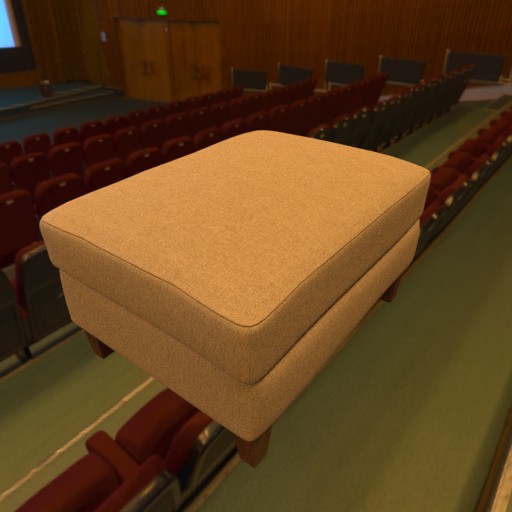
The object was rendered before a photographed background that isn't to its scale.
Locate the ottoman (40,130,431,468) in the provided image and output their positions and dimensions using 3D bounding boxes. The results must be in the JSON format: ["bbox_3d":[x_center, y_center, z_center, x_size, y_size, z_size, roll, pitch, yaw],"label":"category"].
[{"bbox_3d":[0.000,0.000,1.286,0.677,0.519,0.898,22,39,31],"label":"ottoman"}]
